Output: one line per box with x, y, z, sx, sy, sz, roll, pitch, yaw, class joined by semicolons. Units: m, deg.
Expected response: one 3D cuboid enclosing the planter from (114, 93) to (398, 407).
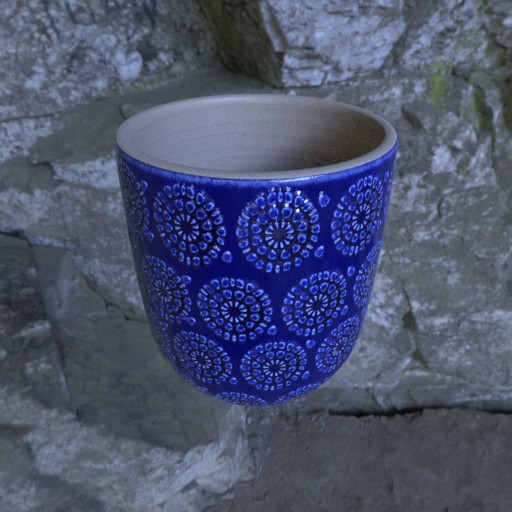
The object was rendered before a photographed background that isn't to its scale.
0.000;0.000;0.347;0.184;0.206;0.184;0;32;0;planter
